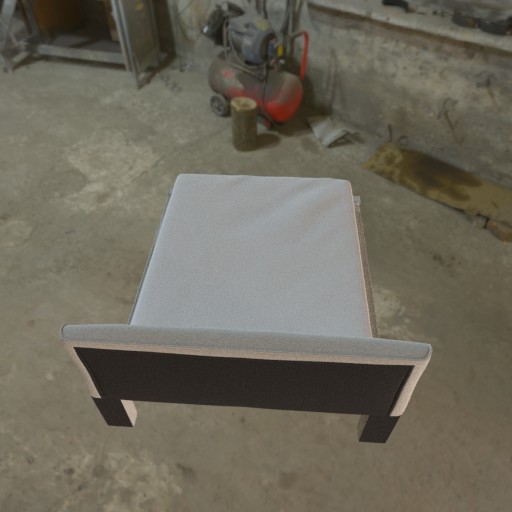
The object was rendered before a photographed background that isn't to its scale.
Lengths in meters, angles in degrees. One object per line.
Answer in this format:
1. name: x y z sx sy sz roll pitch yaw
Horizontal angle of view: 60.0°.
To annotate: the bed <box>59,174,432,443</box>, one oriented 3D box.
1. bed: 0.000 0.000 3.510 1.980 1.126 2.498 3 46 3
